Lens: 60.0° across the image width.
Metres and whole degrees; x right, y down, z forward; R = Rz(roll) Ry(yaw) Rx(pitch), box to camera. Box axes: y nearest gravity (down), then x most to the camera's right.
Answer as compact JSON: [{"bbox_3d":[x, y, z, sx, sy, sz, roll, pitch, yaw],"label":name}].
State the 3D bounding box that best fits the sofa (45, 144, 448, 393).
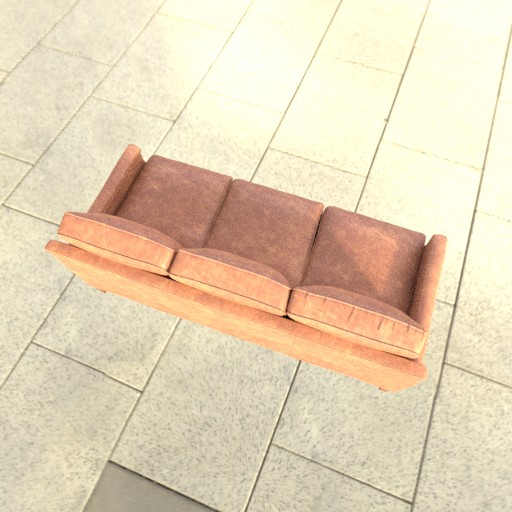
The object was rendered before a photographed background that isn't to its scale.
[{"bbox_3d":[0.000,0.000,2.865,2.246,1.003,1.084,18,64,9],"label":"sofa"}]
